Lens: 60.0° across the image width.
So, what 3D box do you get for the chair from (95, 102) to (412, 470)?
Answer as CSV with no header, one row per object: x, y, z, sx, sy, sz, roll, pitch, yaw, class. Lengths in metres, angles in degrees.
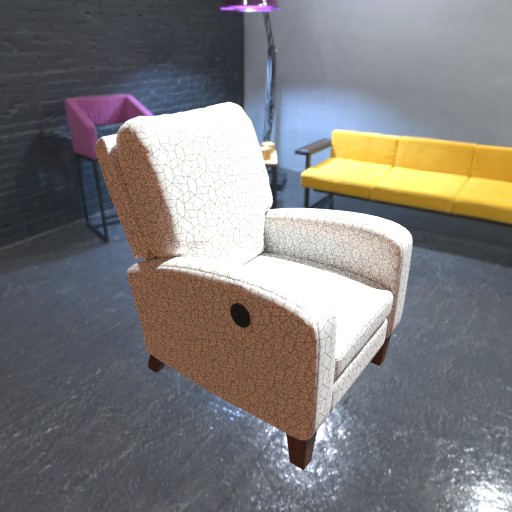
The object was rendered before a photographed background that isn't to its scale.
0.000,0.000,1.756,0.995,1.064,0.796,18,32,32,chair
